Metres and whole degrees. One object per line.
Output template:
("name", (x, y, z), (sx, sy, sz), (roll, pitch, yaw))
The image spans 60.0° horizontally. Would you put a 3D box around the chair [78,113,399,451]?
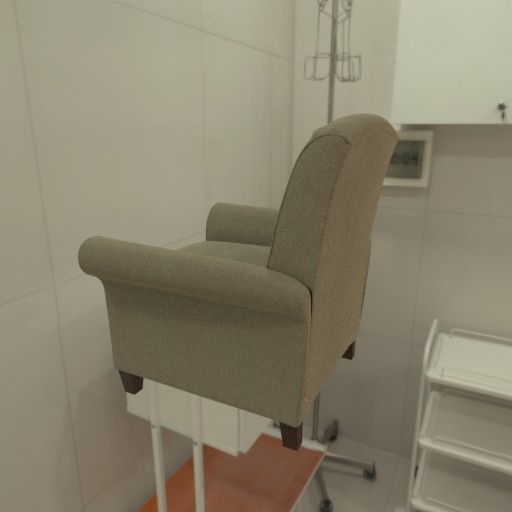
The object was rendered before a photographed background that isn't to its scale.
("chair", (0.000, 0.000, 1.752), (0.905, 1.061, 0.978), (8, 18, 26))
